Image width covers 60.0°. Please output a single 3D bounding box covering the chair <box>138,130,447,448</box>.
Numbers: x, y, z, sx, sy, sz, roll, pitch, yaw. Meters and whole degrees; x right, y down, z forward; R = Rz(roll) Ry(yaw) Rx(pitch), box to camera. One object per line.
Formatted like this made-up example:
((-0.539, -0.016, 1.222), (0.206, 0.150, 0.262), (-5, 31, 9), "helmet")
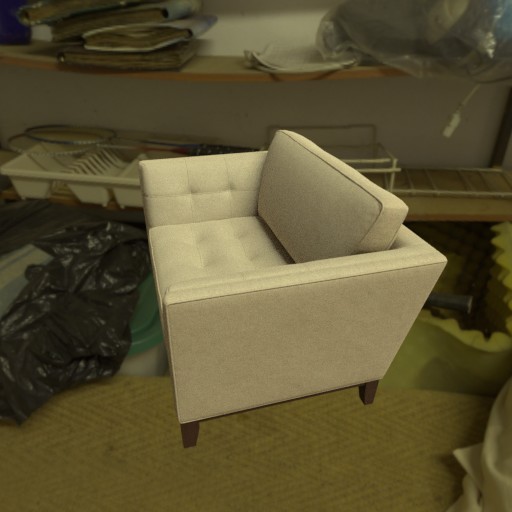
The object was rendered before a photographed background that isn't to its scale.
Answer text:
((0.000, 0.000, 2.111), (0.965, 0.940, 1.397), (-8, 30, -14), "chair")
